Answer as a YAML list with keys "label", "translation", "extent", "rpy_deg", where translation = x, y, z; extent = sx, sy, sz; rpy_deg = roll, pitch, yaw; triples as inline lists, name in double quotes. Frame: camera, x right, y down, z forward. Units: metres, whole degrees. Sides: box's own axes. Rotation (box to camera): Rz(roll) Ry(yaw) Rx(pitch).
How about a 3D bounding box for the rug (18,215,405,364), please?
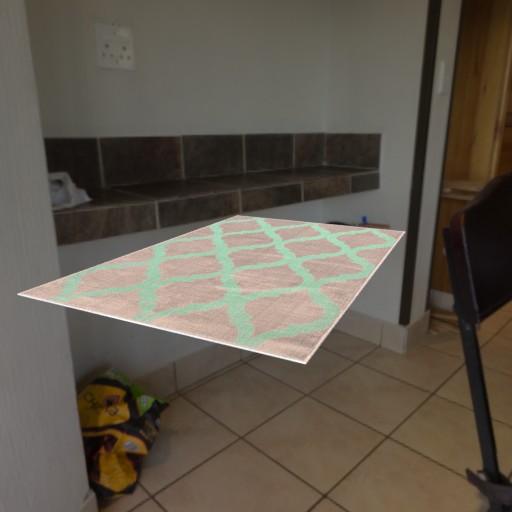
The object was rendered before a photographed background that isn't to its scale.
- label: "rug"
  translation: [0.000, 0.000, 2.869]
  extent: [1.524, 0.006, 2.286]
  rpy_deg: [8, 18, 25]
